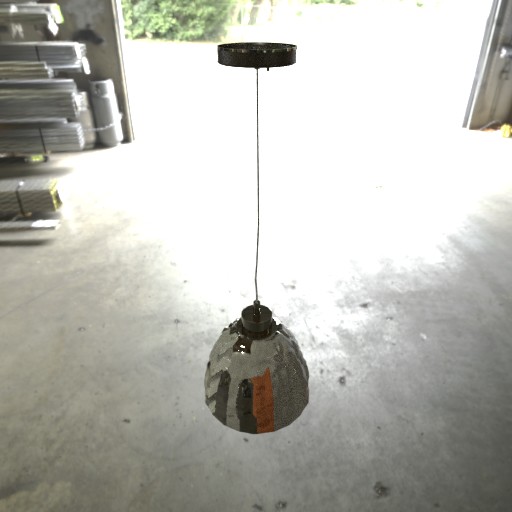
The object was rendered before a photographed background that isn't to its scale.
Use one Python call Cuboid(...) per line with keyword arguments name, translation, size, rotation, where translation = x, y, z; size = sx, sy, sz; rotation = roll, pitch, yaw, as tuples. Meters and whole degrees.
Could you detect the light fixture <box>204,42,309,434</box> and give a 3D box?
Cuboid(name="light fixture", translation=(0.000, 0.000, 1.755), size=(0.500, 1.511, 0.496), rotation=(-11, 32, -18))
